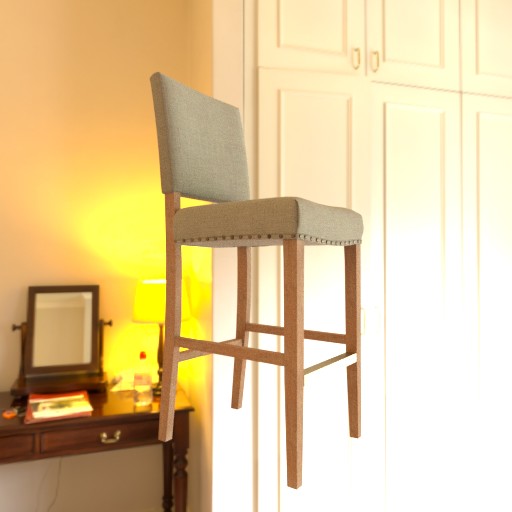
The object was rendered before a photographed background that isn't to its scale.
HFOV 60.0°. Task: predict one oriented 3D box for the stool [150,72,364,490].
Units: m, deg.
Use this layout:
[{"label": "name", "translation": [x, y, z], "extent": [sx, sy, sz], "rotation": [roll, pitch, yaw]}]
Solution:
[{"label": "stool", "translation": [0.000, 0.000, 1.472], "extent": [0.585, 1.203, 0.445], "rotation": [0, -1, 36]}]
